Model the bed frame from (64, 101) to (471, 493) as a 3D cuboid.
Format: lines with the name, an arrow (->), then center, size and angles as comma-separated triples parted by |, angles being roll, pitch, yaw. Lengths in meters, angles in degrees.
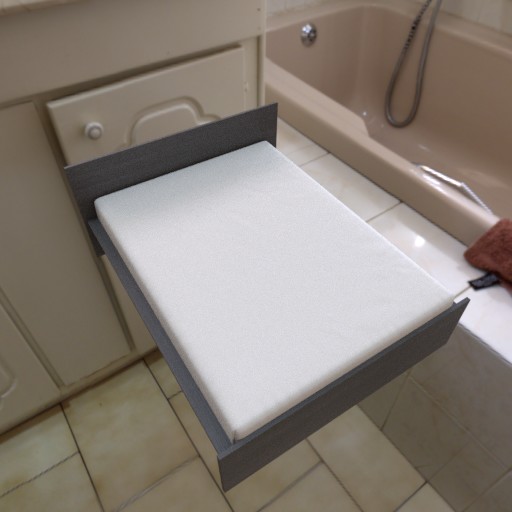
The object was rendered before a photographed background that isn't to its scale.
bed frame -> 0.000, 0.000, 2.805 | 1.622, 0.800, 1.960 | -25, 51, -22
